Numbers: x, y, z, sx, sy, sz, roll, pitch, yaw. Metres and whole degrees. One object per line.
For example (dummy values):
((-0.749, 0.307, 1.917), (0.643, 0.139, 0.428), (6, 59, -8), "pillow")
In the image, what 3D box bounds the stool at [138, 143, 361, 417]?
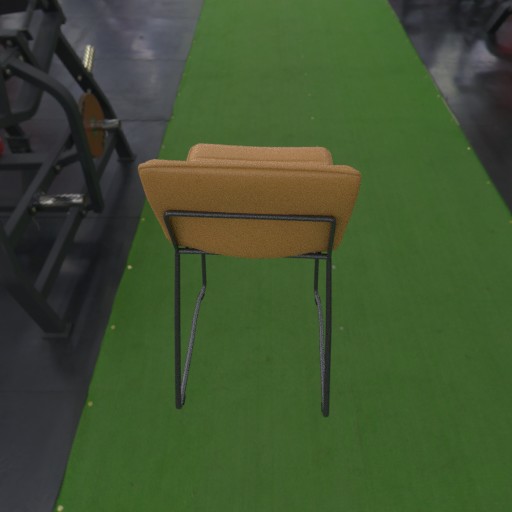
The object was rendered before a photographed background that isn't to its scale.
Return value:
((0.000, 0.000, 1.248), (0.489, 0.936, 0.524), (2, 46, 2), "stool")
